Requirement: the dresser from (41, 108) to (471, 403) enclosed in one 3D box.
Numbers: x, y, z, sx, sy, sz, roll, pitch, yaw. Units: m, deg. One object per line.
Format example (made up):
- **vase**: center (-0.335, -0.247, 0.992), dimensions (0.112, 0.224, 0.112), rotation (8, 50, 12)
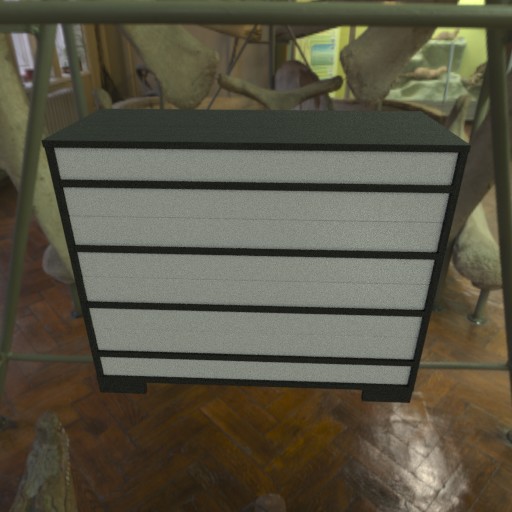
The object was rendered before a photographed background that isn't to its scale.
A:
- **dresser**: center (0.000, 0.000, 1.395), dimensions (0.994, 0.816, 0.404), rotation (1, 29, 2)
